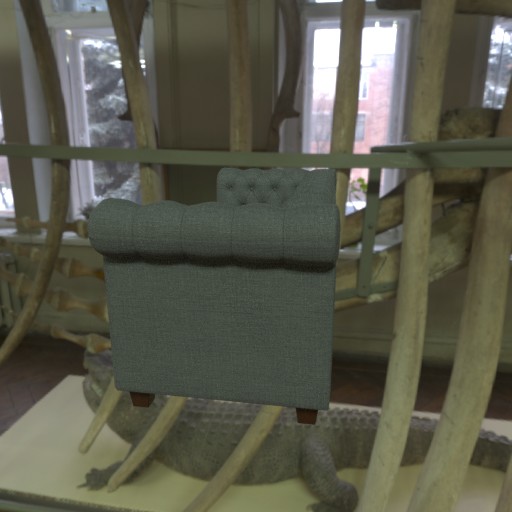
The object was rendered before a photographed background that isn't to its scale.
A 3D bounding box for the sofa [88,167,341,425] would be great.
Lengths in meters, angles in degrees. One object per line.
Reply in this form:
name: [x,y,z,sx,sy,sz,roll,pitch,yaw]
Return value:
sofa: [0.000,0.000,2.232,0.783,0.797,1.798,2,15,9]
